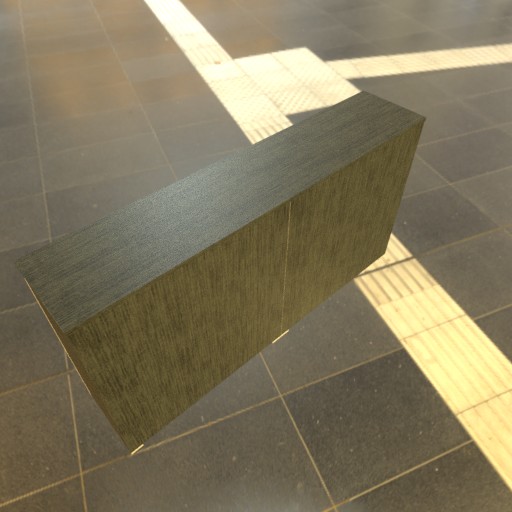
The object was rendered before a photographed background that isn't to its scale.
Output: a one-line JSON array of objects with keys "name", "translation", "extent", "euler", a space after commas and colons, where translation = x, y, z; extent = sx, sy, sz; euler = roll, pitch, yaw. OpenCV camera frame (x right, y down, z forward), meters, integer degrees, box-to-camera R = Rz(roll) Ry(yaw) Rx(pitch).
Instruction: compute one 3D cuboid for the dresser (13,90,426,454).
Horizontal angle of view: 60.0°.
[{"name": "dresser", "translation": [0.000, 0.000, 1.787], "extent": [1.535, 0.790, 0.333], "euler": [-33, 54, -28]}]
